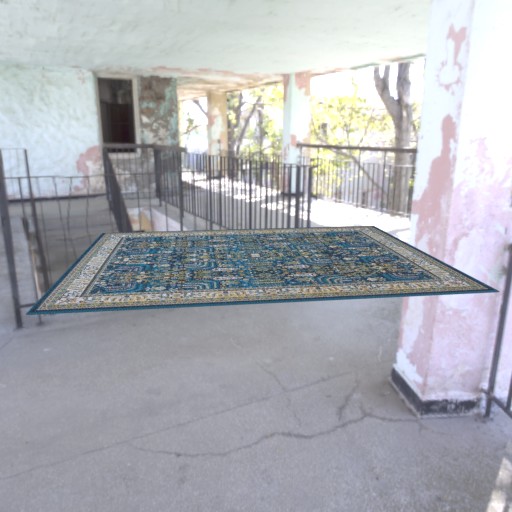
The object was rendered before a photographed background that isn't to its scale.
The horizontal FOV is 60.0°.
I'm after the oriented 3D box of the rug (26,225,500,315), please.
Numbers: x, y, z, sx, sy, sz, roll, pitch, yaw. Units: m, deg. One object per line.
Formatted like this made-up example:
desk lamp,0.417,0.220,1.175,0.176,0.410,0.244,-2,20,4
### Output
rug,0.000,0.000,3.879,3.044,0.015,2.226,-2,16,-7
